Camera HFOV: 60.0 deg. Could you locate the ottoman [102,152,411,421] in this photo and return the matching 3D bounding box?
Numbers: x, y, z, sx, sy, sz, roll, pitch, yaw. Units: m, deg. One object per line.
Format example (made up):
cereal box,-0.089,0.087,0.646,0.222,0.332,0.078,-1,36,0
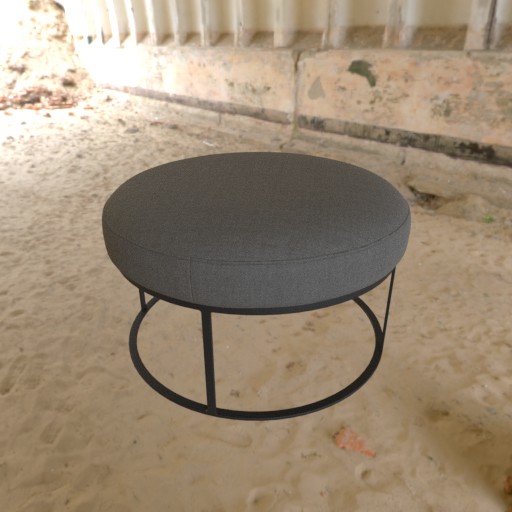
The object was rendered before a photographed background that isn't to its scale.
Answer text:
ottoman,0.000,0.000,1.213,0.772,0.460,0.772,0,26,0
